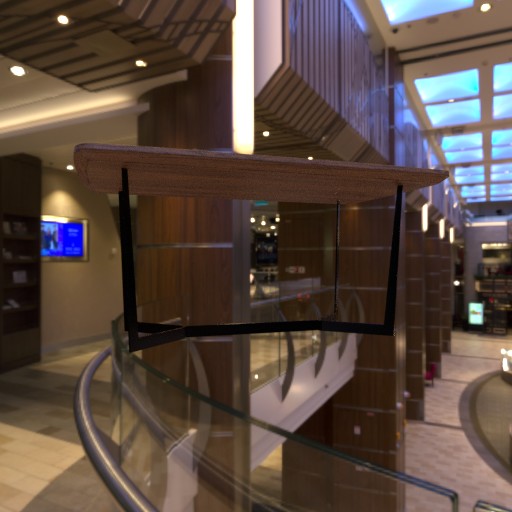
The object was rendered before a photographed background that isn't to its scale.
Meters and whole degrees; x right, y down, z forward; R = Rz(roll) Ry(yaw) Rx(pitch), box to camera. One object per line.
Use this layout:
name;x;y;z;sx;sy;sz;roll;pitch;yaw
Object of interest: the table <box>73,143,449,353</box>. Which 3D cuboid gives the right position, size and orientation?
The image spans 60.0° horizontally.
table;0.000;0.000;2.188;1.643;0.765;0.949;0;0;-18
